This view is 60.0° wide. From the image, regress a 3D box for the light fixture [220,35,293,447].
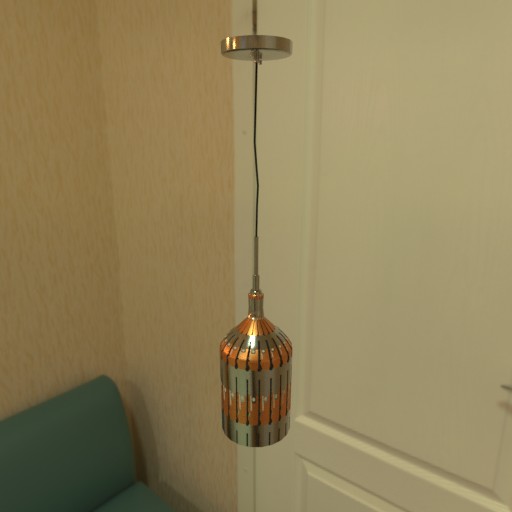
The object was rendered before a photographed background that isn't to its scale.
[{"bbox_3d":[0.000,0.000,1.740,0.303,1.535,0.303,0,16,0],"label":"light fixture"}]
